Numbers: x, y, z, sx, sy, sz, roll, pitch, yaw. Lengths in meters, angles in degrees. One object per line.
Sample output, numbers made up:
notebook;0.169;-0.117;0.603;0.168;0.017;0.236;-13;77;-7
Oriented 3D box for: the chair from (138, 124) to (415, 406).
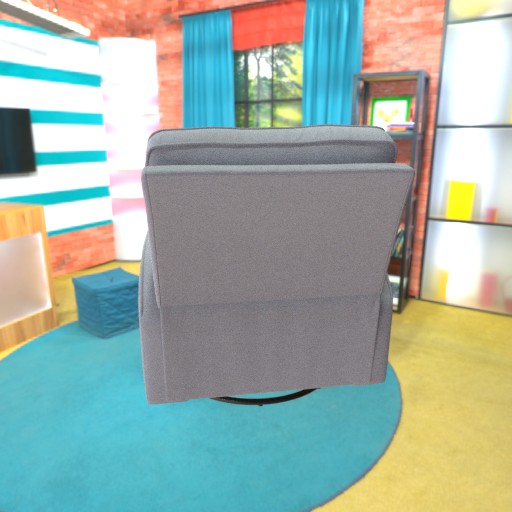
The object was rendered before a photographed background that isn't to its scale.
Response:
chair;0.000;0.000;1.715;0.861;0.964;0.969;-2;15;-9
